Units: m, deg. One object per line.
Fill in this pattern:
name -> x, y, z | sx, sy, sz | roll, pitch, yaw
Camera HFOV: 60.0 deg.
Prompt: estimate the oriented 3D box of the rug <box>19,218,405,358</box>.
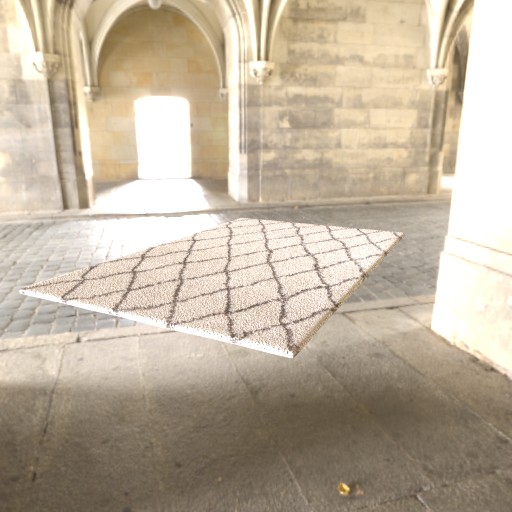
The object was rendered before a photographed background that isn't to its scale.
rug -> 0.000, 0.000, 3.416 | 1.778, 0.030, 2.743 | 8, 17, 26
